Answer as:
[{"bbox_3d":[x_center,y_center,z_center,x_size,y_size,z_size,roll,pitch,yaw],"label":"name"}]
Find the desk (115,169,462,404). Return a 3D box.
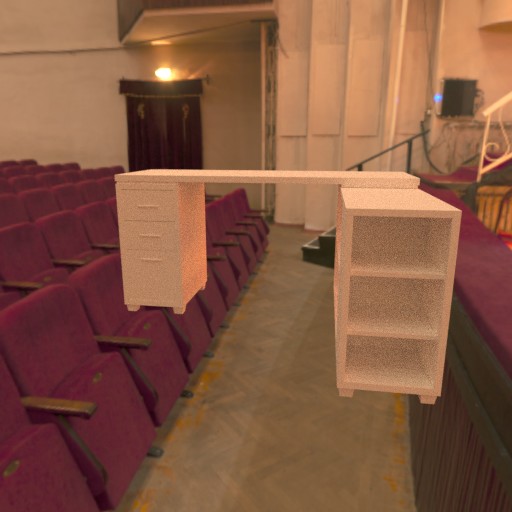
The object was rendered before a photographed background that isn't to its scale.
[{"bbox_3d":[0.000,0.000,2.189,1.524,0.759,1.199,2,14,9],"label":"desk"}]
